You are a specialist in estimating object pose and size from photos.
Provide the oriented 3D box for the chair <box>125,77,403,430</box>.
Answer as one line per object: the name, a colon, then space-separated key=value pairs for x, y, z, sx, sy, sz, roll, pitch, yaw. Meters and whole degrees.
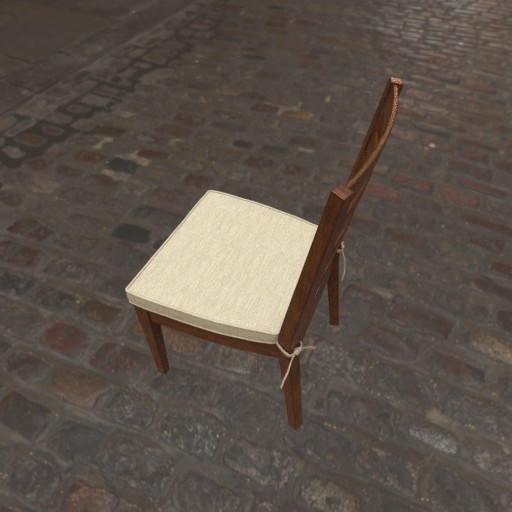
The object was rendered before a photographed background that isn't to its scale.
chair: x=0.000 y=0.000 z=1.327 sx=0.595 sy=0.979 sz=0.593 roll=17 pitch=48 yaw=16
